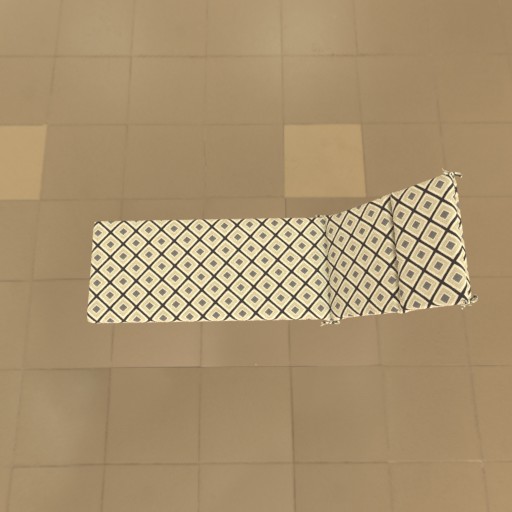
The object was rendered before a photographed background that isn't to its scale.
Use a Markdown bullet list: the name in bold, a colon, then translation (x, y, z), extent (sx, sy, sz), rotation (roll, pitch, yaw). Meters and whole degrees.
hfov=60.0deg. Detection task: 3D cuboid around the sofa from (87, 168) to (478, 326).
- **sofa**: translation (0.000, 0.000, 1.981), extent (1.663, 0.622, 0.582), rotation (-1, 76, 0)
